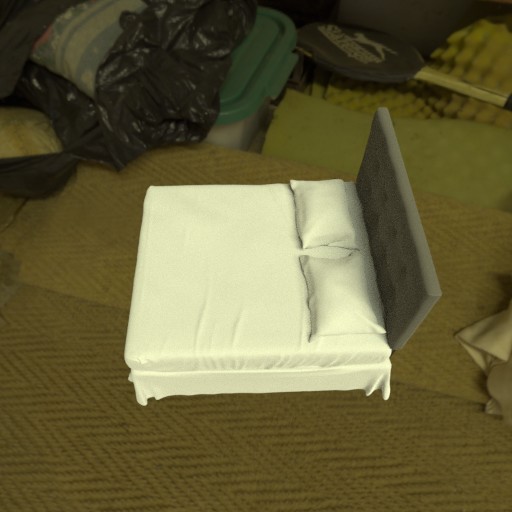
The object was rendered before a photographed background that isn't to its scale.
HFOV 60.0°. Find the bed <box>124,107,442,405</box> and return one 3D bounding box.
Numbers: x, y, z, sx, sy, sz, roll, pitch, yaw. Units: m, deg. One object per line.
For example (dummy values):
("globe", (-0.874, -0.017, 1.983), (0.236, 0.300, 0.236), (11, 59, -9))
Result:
("bed", (0.000, 0.000, 3.556), (2.222, 1.577, 1.936), (-1, 57, -1))
